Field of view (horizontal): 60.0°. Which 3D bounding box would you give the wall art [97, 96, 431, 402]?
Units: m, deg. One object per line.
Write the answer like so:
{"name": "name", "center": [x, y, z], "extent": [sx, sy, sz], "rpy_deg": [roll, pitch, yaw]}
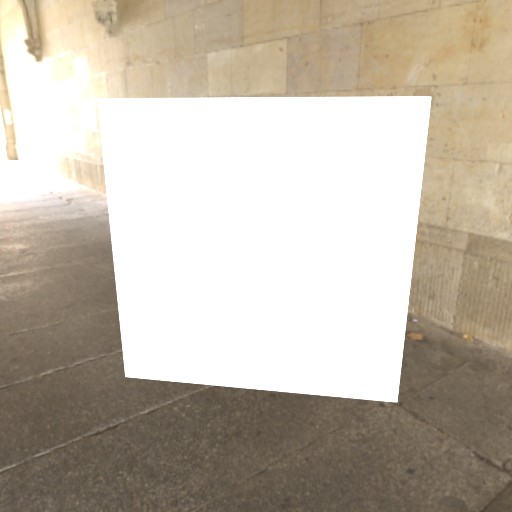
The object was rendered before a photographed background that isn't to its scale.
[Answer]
{"name": "wall art", "center": [0.000, 0.000, 1.133], "extent": [0.762, 0.762, 0.040], "rpy_deg": [3, 18, 9]}
